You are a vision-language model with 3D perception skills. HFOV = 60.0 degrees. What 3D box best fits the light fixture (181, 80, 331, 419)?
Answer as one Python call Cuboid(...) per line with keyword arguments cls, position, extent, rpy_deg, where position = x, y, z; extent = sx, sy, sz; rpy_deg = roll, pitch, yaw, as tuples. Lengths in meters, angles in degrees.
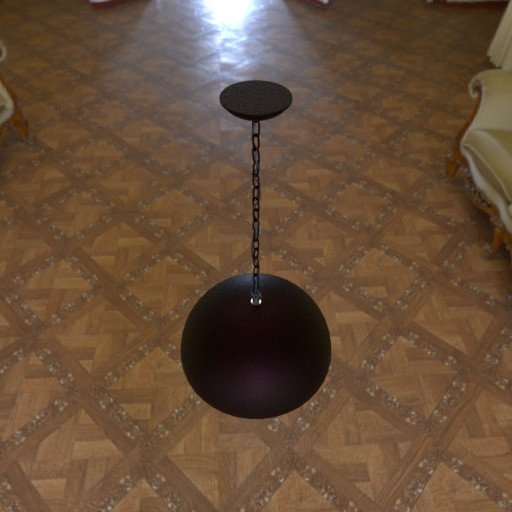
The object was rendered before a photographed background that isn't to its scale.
Cuboid(cls="light fixture", position=(0.000, 0.000, 1.151), extent=(0.492, 0.869, 0.492), rpy_deg=(32, 54, 27))
